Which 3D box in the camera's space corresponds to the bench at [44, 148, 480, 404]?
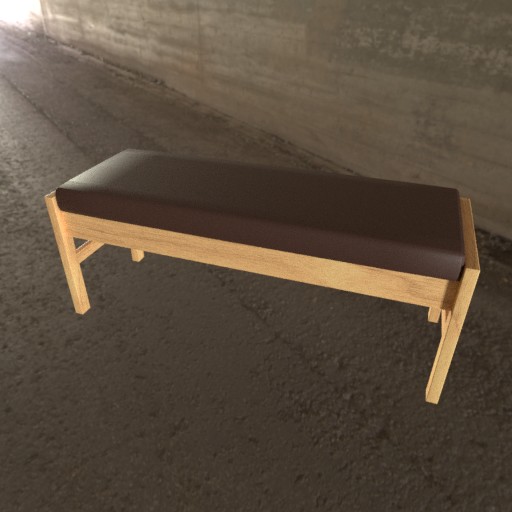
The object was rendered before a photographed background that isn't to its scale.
[{"bbox_3d":[0.000,0.000,1.426,1.200,0.480,0.405,10,33,16],"label":"bench"}]
